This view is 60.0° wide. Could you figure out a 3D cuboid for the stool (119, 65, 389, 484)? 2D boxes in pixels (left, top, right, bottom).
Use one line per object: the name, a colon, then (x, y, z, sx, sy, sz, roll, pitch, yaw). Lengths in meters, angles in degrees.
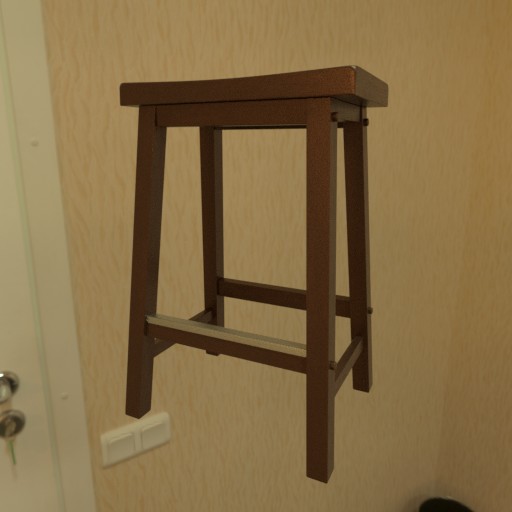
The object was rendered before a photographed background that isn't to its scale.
stool: (0.000, 0.000, 0.835, 0.406, 0.610, 0.322, 7, 16, 26)
